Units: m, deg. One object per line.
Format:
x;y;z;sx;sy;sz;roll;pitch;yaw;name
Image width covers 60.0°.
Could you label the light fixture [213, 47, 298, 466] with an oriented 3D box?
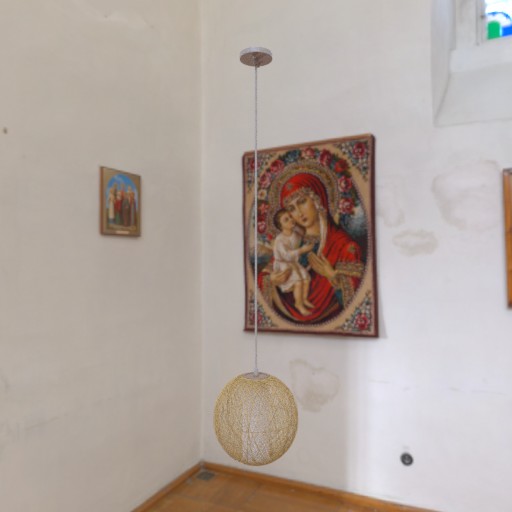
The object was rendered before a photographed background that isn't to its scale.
0.000;0.000;2.141;0.406;1.955;0.407;0;-1;-19;light fixture
